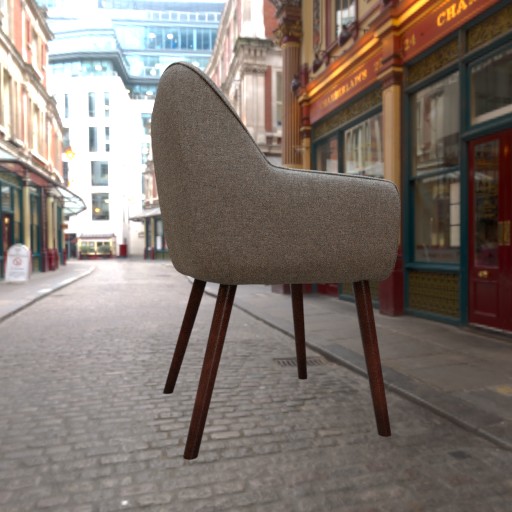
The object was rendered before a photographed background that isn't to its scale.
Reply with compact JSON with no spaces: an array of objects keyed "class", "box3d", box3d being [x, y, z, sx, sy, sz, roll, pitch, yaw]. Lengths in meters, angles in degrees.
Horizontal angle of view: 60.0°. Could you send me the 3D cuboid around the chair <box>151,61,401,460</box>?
[{"class":"chair","box3d":[0.000,0.000,1.153,0.519,0.803,0.543,0,0,-17]}]
